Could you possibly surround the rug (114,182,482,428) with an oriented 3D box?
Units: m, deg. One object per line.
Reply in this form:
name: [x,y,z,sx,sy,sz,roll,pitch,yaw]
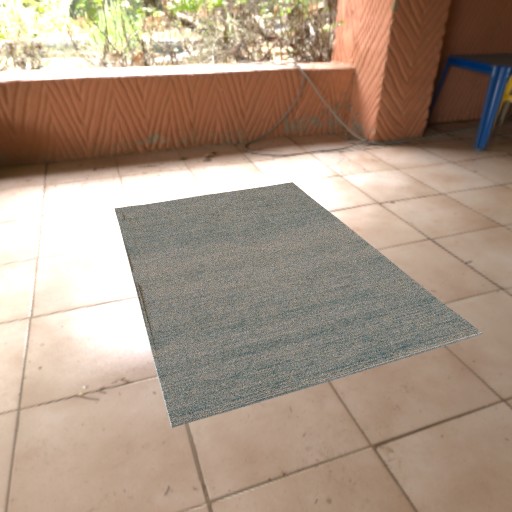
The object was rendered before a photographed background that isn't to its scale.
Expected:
rug: [0.000,0.000,2.948,1.613,0.030,2.306,-11,32,-18]
